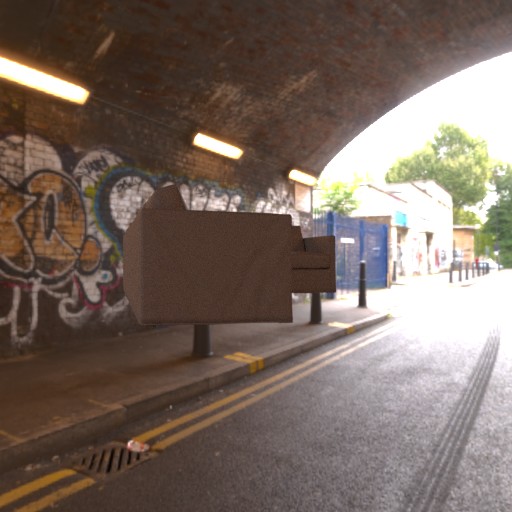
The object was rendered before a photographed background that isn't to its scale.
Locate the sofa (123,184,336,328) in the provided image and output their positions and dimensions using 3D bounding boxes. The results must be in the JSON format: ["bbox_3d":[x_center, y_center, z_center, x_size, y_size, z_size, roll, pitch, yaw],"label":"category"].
[{"bbox_3d":[0.000,0.000,4.365,2.432,0.871,3.182,0,0,-19],"label":"sofa"}]
